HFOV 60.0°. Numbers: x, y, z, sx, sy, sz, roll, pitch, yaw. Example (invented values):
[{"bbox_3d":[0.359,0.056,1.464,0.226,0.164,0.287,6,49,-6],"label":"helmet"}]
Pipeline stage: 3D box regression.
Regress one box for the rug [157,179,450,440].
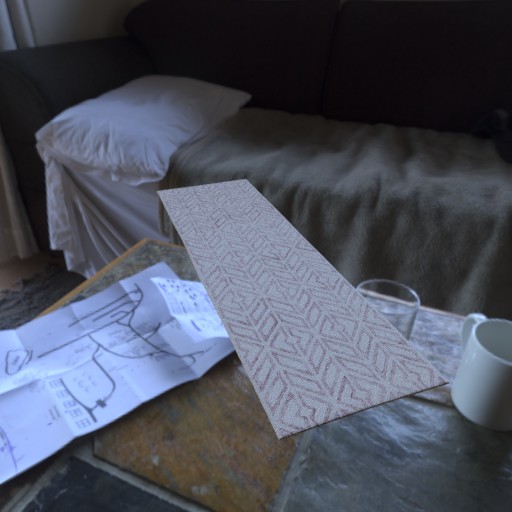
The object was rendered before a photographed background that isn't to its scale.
[{"bbox_3d":[0.000,0.000,2.652,0.750,0.009,2.435,-11,32,-18],"label":"rug"}]
